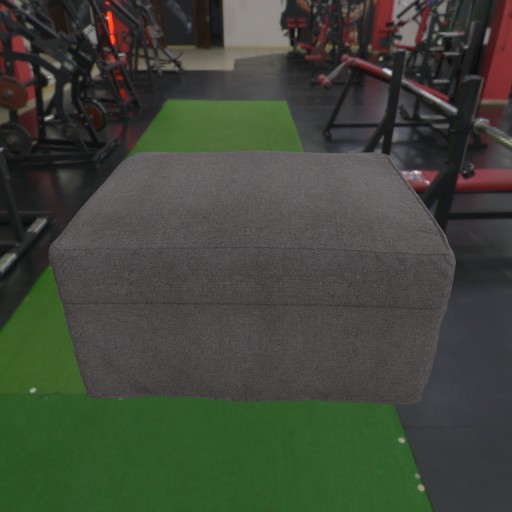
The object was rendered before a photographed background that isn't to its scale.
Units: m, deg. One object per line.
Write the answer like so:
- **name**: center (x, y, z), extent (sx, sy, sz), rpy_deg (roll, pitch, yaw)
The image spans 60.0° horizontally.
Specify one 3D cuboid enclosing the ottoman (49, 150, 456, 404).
- **ottoman**: center (0.000, 0.000, 1.238), extent (0.833, 0.492, 0.652), rpy_deg (1, 31, 1)
